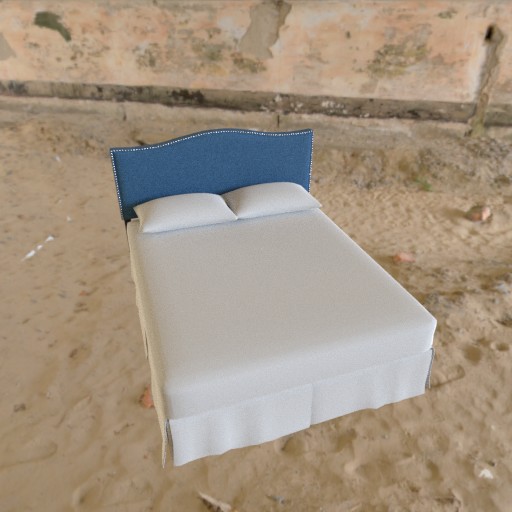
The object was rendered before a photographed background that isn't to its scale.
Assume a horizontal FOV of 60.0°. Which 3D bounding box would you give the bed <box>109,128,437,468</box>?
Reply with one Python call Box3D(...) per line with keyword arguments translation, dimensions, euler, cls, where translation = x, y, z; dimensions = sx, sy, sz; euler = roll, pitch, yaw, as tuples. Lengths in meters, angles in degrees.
Box3D(translation=(0.000, 0.000, 2.885), dimensions=(1.610, 1.169, 1.872), euler=(-10, 33, -16), cls="bed")
